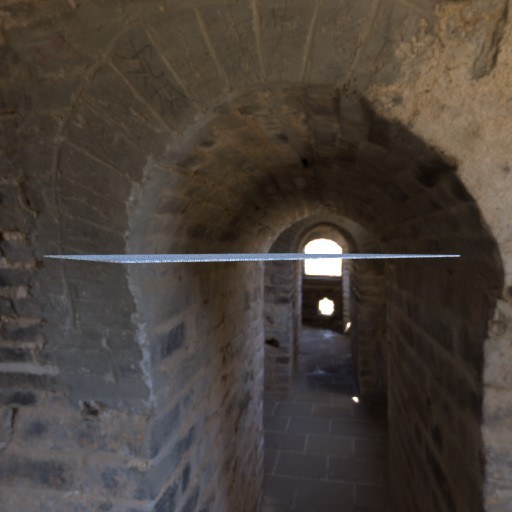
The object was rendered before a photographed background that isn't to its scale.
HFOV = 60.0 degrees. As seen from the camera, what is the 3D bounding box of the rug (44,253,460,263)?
[{"bbox_3d":[0.000,0.000,2.226,1.752,0.006,1.142,-1,1,-36],"label":"rug"}]
